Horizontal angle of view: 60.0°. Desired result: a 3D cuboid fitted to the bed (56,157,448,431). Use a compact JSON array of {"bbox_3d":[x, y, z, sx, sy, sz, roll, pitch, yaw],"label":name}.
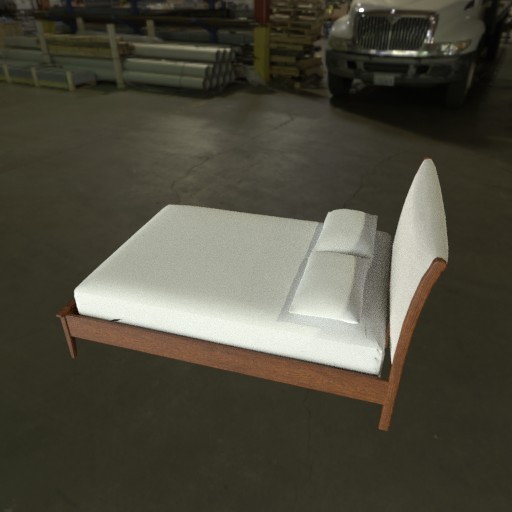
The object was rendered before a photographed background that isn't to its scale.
[{"bbox_3d":[0.000,0.000,3.301,2.380,1.250,1.612,9,32,14],"label":"bed"}]
